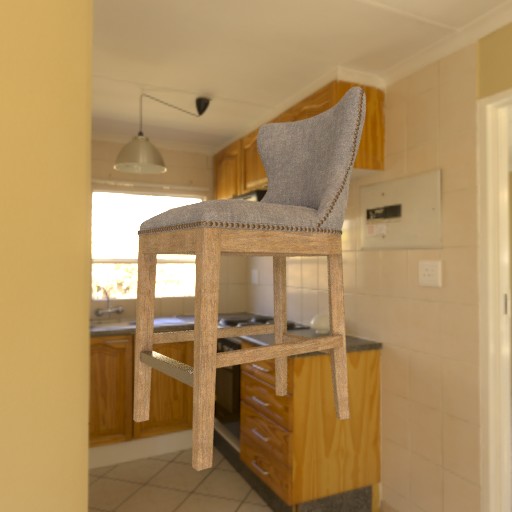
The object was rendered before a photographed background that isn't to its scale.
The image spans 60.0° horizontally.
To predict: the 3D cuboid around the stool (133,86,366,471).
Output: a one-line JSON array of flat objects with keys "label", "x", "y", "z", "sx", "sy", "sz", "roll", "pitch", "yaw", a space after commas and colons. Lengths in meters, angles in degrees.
[{"label": "stool", "x": 0.000, "y": 0.000, "z": 1.338, "sx": 0.608, "sy": 0.981, "sz": 0.498, "roll": 1, "pitch": -1, "yaw": -36}]
